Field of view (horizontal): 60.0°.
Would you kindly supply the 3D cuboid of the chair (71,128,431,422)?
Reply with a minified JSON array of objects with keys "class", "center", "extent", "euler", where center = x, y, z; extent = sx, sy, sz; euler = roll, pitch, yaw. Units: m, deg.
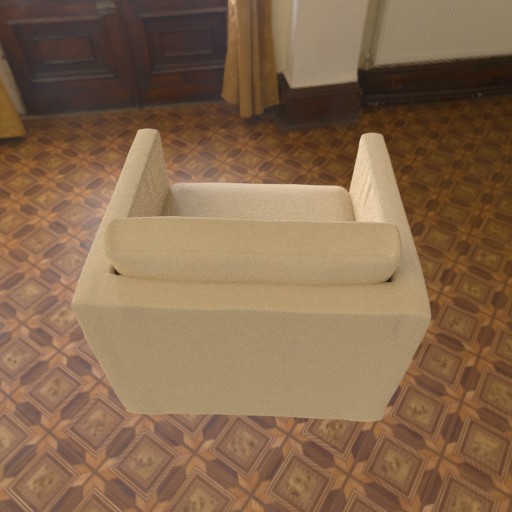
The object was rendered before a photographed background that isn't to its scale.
[{"class":"chair","center":[0.000,0.000,1.742],"extent":[1.057,0.851,0.947],"euler":[1,47,1]}]
